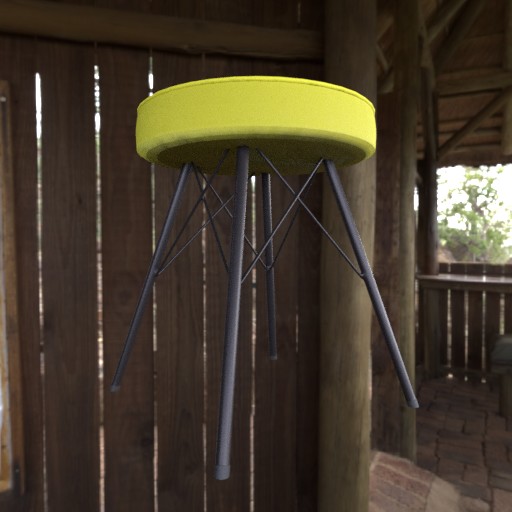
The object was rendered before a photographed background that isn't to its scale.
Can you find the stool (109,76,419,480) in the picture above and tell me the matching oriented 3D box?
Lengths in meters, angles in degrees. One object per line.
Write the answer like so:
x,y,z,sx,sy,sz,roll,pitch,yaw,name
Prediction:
0.000,0.000,0.787,0.409,0.508,0.409,-1,2,-36,stool
